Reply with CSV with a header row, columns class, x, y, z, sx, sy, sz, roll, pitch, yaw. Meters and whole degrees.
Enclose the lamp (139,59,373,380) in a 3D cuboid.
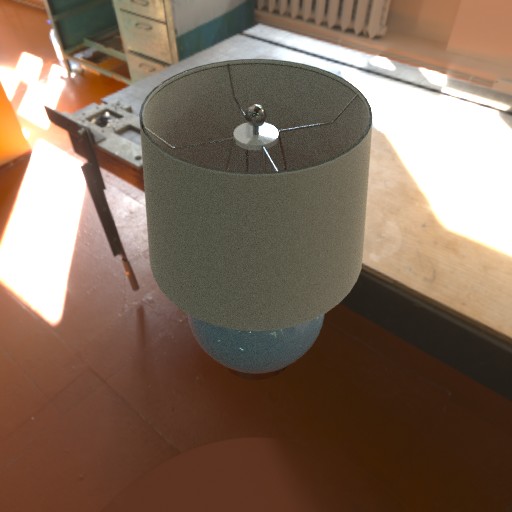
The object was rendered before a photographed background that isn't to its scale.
class,x,y,z,sx,sy,sz,roll,pitch,yaw
lamp,0.000,0.000,0.534,0.247,0.387,0.247,0,46,0
